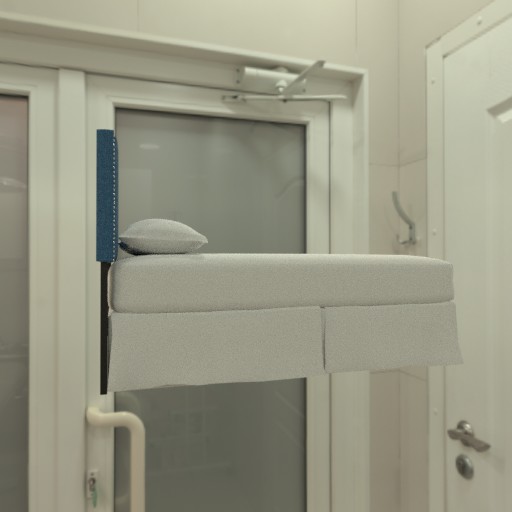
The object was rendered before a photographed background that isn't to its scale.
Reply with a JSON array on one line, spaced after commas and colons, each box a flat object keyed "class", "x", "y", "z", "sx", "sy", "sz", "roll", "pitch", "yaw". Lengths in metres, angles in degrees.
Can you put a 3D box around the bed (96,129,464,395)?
[{"class": "bed", "x": 0.000, "y": 0.000, "z": 2.846, "sx": 1.872, "sy": 1.169, "sz": 1.610, "roll": 0, "pitch": -1, "yaw": -18}]
